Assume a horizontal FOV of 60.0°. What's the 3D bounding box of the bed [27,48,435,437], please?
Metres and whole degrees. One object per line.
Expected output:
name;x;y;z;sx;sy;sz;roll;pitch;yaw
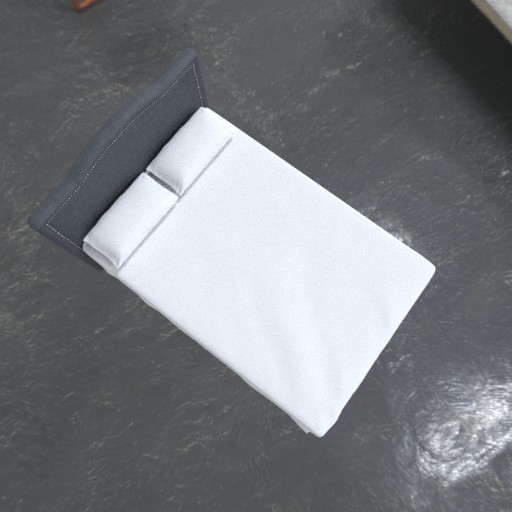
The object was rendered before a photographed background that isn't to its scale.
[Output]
bed;0.000;0.000;3.475;2.507;1.441;1.747;37;79;8
